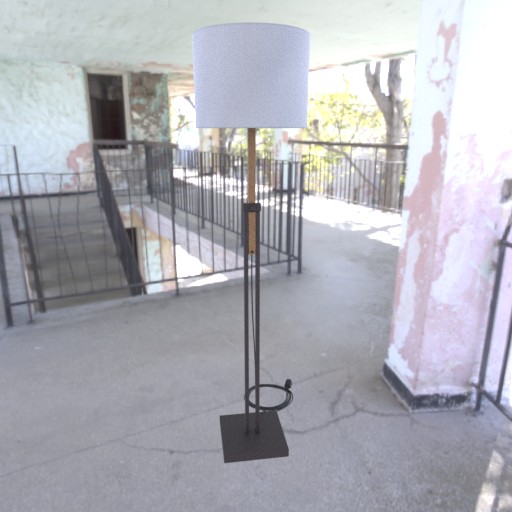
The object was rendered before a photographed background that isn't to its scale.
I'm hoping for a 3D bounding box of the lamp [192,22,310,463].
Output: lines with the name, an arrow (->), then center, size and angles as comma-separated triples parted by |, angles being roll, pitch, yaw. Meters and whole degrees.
lamp -> 0.000, 0.000, 1.874 | 0.474, 1.650, 0.639 | -2, 16, -8
